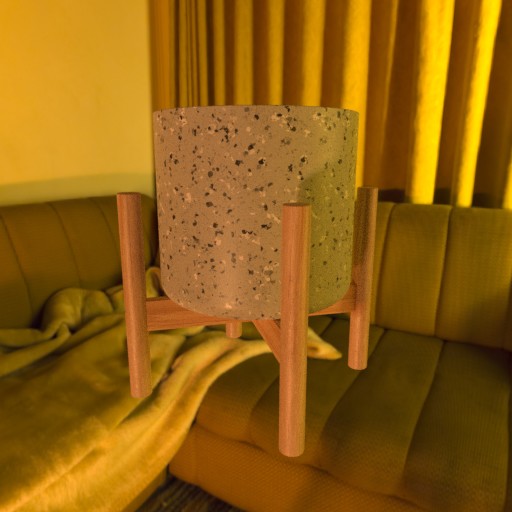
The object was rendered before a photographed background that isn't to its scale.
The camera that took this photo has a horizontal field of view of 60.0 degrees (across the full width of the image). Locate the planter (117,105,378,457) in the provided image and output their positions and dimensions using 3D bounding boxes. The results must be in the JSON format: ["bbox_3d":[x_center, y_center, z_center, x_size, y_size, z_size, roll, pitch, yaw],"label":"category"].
[{"bbox_3d":[0.000,0.000,0.526,0.284,0.320,0.284,2,14,8],"label":"planter"}]
